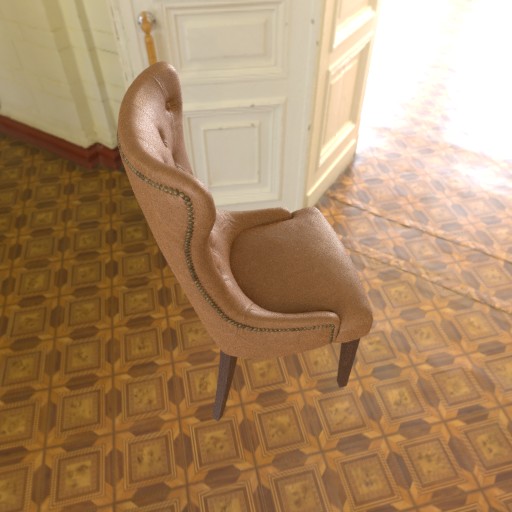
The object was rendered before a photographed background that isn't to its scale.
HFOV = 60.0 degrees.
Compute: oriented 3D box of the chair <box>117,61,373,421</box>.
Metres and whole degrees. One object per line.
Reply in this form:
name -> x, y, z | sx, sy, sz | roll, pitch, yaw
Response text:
chair -> 0.000, 0.000, 1.428 | 0.669, 1.065, 0.611 | -10, 47, -10
